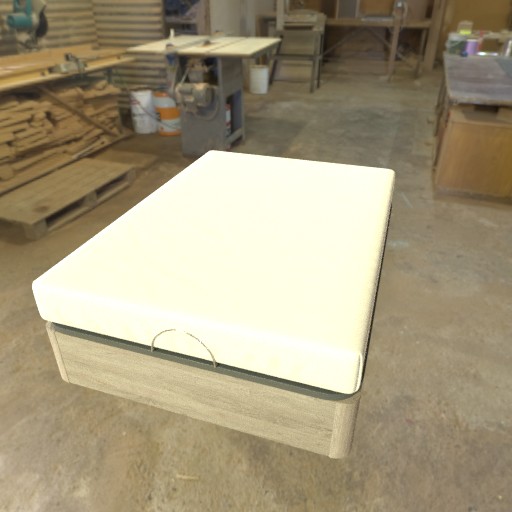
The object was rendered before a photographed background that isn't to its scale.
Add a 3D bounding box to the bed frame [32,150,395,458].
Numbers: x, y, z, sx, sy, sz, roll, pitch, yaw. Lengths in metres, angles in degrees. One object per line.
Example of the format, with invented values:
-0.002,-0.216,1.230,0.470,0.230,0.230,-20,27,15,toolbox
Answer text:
0.000,0.000,2.556,1.400,0.561,1.900,10,32,16,bed frame
